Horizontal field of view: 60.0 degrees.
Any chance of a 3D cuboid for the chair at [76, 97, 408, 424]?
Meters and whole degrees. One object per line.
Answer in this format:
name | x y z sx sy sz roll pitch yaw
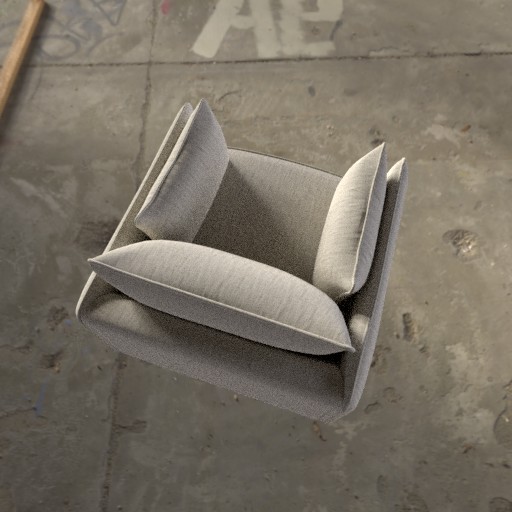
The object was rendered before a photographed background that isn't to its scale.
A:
chair | 0.000 0.000 1.745 0.994 0.855 0.991 17 66 8
